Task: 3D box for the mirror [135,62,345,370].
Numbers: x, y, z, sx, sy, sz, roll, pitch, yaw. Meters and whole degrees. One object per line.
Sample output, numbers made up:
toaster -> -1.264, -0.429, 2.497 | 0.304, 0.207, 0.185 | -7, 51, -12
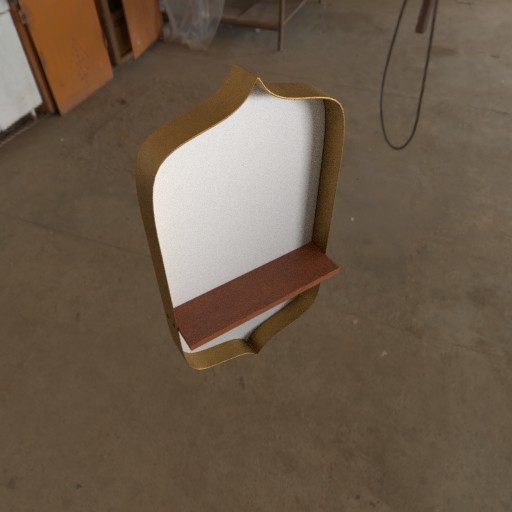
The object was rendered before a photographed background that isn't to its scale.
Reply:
mirror -> 0.000, 0.000, 0.745 | 0.323, 0.613, 0.096 | -25, 51, -22
